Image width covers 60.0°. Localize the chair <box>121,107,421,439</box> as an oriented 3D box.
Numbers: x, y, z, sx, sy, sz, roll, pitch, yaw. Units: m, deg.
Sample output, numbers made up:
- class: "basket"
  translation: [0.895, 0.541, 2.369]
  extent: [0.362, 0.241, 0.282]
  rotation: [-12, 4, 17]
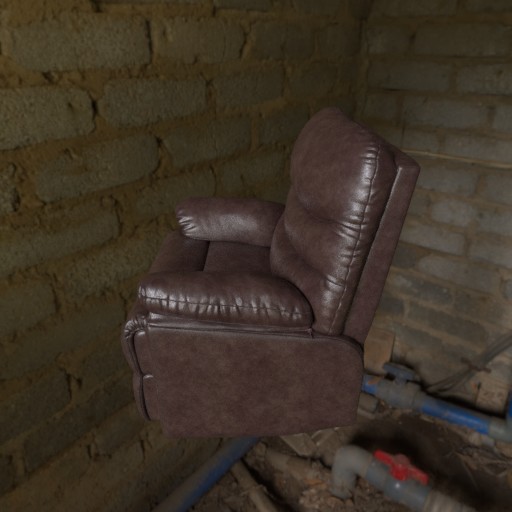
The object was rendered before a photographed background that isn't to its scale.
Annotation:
- class: "chair"
  translation: [0.000, 0.000, 1.709]
  extent: [0.879, 1.041, 0.940]
  rotation: [0, 26, 0]
